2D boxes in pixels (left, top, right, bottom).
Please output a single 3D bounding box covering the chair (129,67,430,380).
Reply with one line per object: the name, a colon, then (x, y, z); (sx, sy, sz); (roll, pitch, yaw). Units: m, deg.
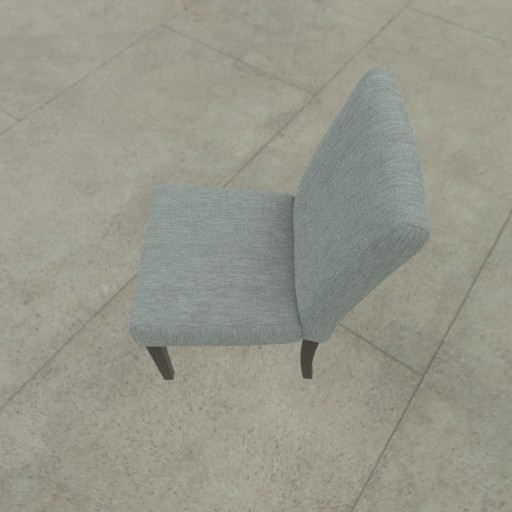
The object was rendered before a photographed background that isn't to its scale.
chair: (0.000, 0.000, 1.220); (0.629, 0.884, 0.487); (1, 58, 0)
